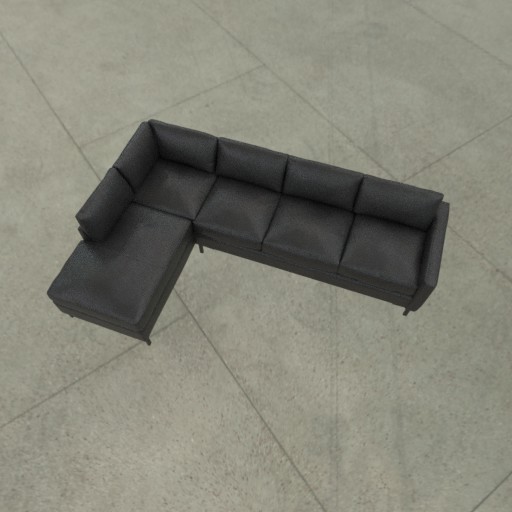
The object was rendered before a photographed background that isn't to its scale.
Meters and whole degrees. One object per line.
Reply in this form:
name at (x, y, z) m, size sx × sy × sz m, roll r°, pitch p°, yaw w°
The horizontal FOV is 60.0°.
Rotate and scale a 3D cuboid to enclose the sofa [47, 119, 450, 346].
sofa at (0.000, 0.000, 3.872) m, size 2.984 × 0.877 × 1.938 m, roll 17°, pitch 60°, yaw 10°
